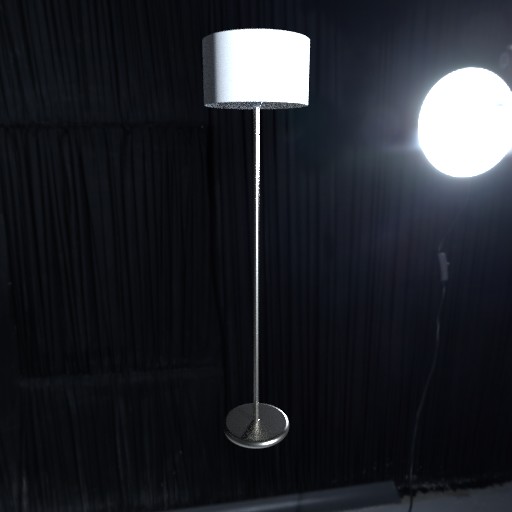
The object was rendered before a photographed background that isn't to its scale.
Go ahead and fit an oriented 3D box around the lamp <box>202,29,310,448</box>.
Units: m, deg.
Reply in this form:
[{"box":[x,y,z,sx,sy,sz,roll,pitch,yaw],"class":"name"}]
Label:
[{"box":[0.000,0.000,1.627,0.347,1.443,0.347,-3,15,-10],"class":"lamp"}]
